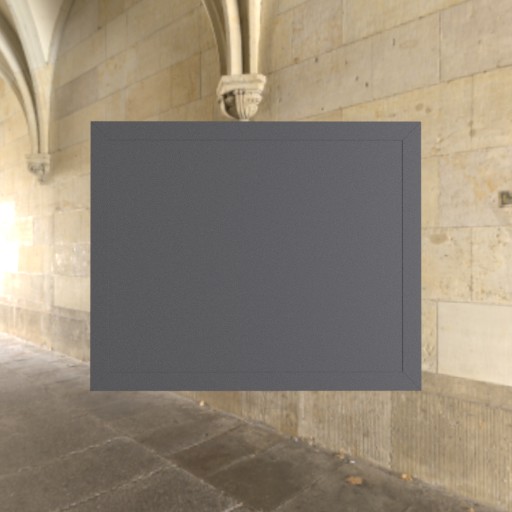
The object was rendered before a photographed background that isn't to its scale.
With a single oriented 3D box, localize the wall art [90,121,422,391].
[{"bbox_3d":[0.000,0.000,0.553,0.404,0.329,0.024,0,0,0],"label":"wall art"}]
